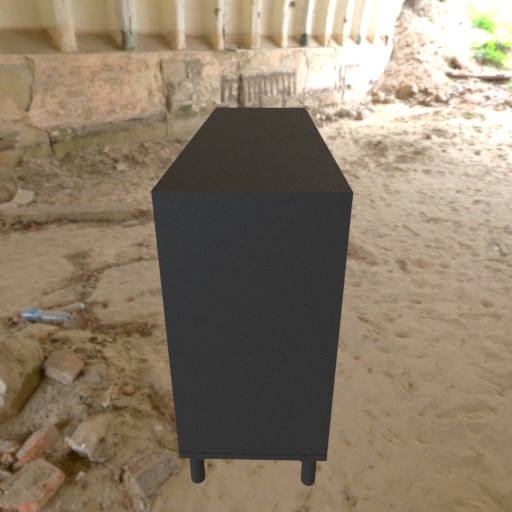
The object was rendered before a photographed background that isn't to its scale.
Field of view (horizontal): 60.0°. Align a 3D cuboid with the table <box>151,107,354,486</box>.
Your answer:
[{"bbox_3d":[0.000,0.000,1.575,0.400,0.855,1.200,1,26,1],"label":"table"}]
